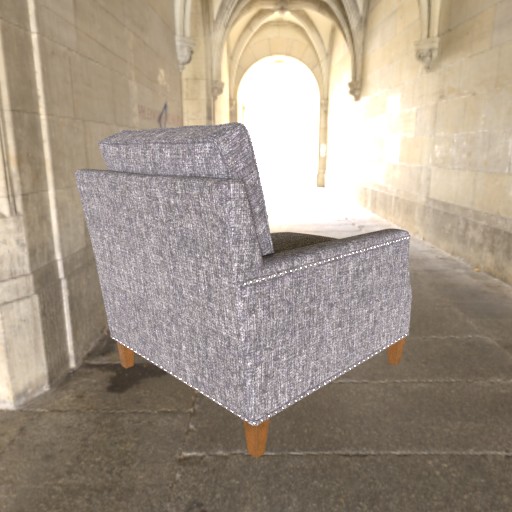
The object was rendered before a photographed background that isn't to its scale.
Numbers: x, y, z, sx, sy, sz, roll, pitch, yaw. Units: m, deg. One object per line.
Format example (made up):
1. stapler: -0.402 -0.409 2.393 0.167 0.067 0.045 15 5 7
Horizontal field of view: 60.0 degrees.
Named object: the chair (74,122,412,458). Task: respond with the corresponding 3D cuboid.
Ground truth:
1. chair: 0.000 0.000 1.721 1.014 0.943 0.853 -13 19 -43
